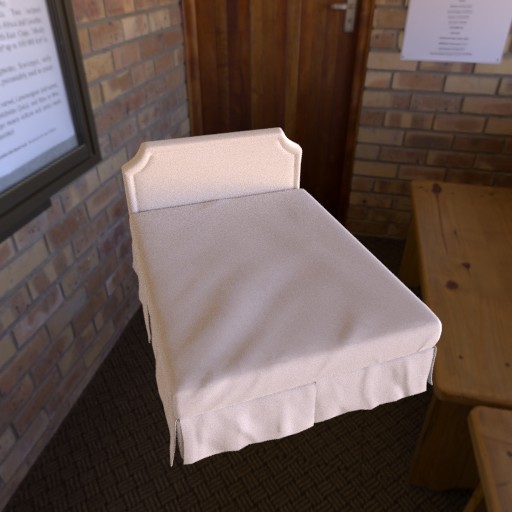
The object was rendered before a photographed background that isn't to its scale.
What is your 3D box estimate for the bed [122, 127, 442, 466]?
[{"bbox_3d":[0.000,0.000,3.663,1.977,1.293,2.498,-11,35,-16],"label":"bed"}]
